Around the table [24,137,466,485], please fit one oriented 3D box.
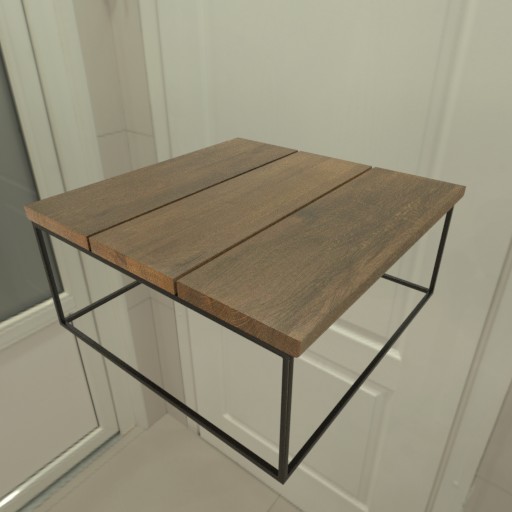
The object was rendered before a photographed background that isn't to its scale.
[{"bbox_3d":[0.000,0.000,1.368,0.900,0.400,0.900,21,36,33],"label":"table"}]
